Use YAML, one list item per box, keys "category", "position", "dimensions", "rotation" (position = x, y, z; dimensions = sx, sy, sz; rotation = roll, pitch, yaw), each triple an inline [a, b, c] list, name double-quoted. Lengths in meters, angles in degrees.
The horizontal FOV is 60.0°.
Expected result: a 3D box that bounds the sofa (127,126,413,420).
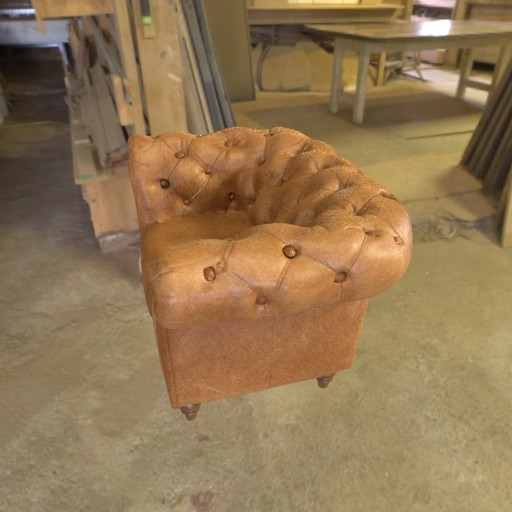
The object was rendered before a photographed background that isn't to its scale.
- category: "sofa"
  position: [0.000, 0.000, 2.040]
  dimensions: [1.033, 0.878, 1.405]
  rotation: [-9, 33, -14]
